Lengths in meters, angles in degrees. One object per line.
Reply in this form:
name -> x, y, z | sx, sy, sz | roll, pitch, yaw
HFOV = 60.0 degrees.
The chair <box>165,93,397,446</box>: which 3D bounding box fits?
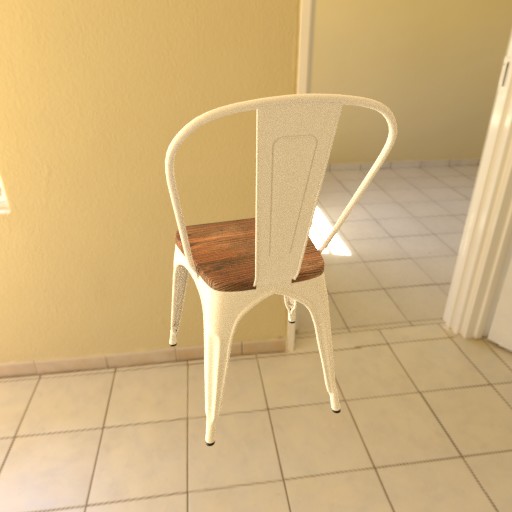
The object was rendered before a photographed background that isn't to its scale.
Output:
chair -> 0.000, 0.000, 1.136 | 0.452, 0.851, 0.521 | -8, 29, -15
